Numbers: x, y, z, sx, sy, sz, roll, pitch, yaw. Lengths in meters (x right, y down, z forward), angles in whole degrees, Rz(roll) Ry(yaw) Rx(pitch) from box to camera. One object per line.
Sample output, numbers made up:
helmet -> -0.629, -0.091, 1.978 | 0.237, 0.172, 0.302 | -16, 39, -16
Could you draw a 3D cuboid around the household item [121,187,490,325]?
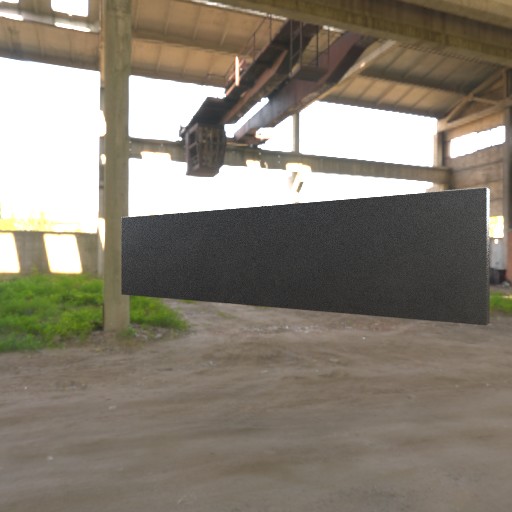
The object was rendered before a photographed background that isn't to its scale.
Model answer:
household item -> 0.000, 0.000, 1.066 | 1.001, 0.236, 0.030 | 0, 0, 37
